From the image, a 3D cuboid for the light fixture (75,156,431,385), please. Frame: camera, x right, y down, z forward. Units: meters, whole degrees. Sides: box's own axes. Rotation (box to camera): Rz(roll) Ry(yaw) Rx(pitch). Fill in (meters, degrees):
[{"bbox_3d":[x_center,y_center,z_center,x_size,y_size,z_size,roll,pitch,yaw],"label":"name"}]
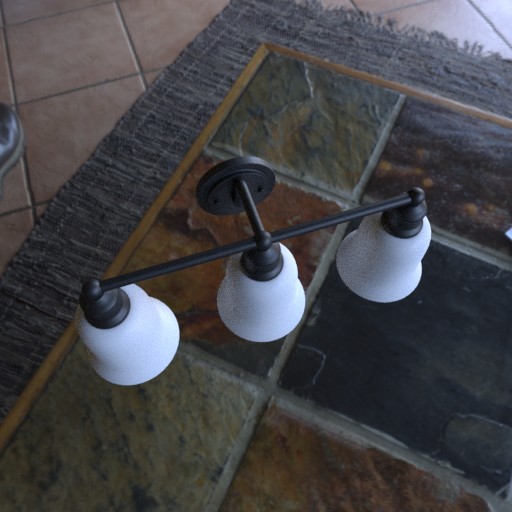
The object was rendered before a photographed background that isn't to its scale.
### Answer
[{"bbox_3d":[0.000,0.000,0.647,0.570,0.211,0.198,-16,64,-8],"label":"light fixture"}]
